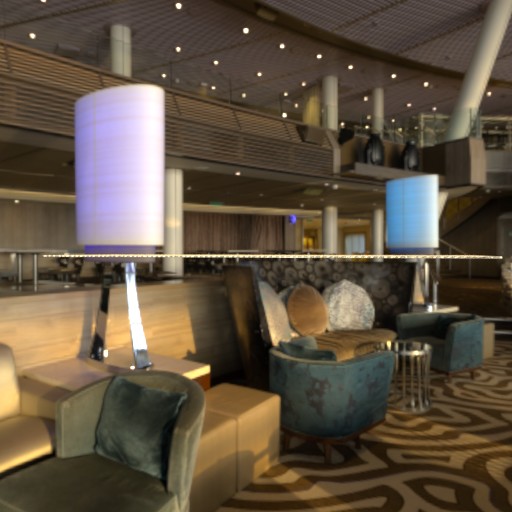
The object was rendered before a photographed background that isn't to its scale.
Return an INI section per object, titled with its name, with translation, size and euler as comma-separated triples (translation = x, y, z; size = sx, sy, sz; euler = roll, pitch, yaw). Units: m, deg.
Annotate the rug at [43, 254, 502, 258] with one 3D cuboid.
[rug]
translation = 0.000, 0.000, 2.437
size = 2.286, 0.008, 0.686
euler = 0, 1, 17
